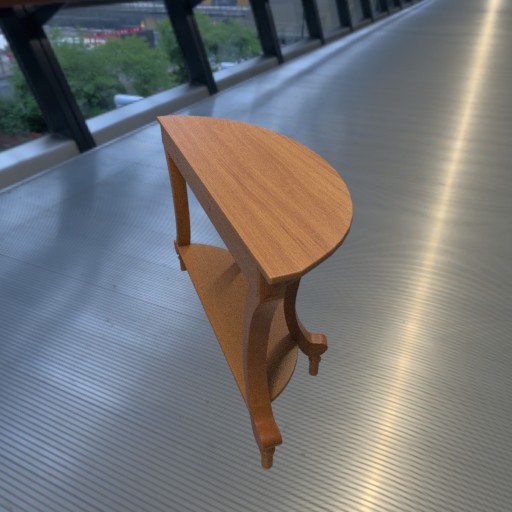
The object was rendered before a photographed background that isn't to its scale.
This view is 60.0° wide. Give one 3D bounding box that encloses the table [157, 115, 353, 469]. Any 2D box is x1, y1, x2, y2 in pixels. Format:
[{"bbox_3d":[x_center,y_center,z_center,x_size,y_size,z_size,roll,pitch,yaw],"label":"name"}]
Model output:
[{"bbox_3d":[0.000,0.000,1.526,0.394,0.692,1.198,-11,34,-17],"label":"table"}]
